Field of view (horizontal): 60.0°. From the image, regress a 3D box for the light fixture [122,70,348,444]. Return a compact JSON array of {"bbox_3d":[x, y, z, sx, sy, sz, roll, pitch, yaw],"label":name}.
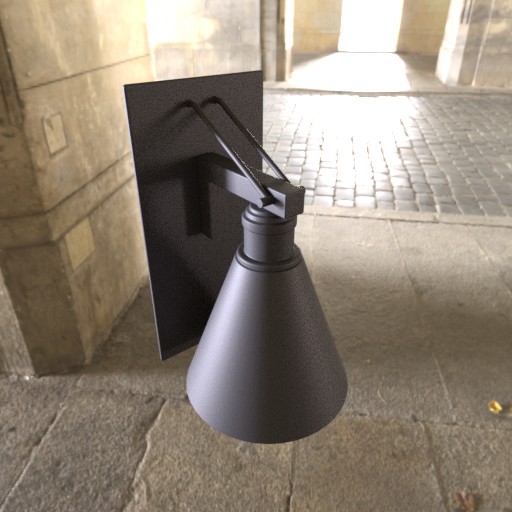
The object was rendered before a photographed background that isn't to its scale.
[{"bbox_3d":[0.000,0.000,0.417,0.170,0.298,0.207,-21,36,-33],"label":"light fixture"}]
